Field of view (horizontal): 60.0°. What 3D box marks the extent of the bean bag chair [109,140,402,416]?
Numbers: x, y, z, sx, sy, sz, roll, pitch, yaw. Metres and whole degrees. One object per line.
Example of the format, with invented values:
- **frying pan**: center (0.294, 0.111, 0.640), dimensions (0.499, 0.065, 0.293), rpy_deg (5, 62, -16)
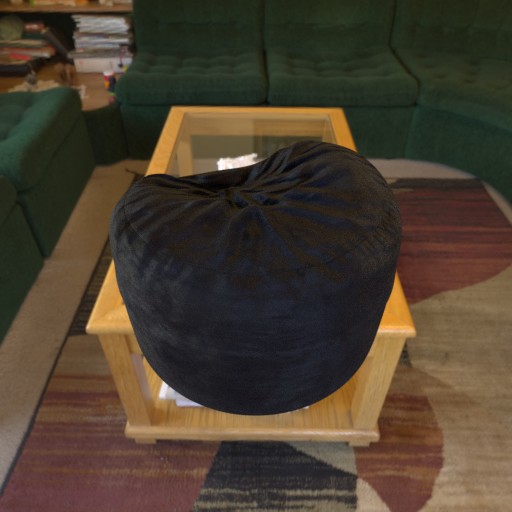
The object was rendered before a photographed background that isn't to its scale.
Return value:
- **bean bag chair**: center (0.000, 0.000, 1.514), dimensions (0.918, 0.616, 0.918), rpy_deg (0, 41, 0)
